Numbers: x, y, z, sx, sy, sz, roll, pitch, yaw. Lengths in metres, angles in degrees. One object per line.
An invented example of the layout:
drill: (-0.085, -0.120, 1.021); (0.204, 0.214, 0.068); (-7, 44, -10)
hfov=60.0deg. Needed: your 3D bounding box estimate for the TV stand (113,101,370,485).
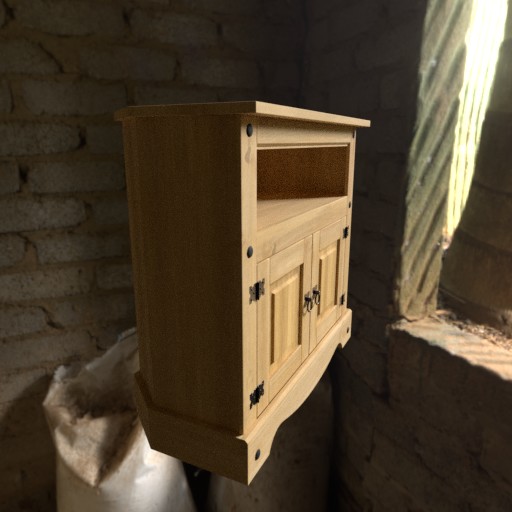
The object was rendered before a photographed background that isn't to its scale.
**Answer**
TV stand: (0.000, 0.000, 1.297); (0.425, 0.781, 0.851); (7, 16, 26)
